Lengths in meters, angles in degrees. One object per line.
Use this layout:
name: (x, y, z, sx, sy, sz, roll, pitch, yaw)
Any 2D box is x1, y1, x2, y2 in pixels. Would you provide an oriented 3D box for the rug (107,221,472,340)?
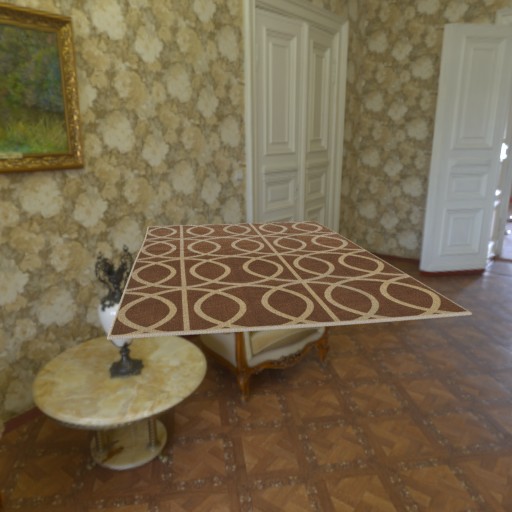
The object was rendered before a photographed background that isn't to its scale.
rug: (0.000, 0.000, 2.878, 1.528, 0.014, 2.294, -2, 15, -9)
